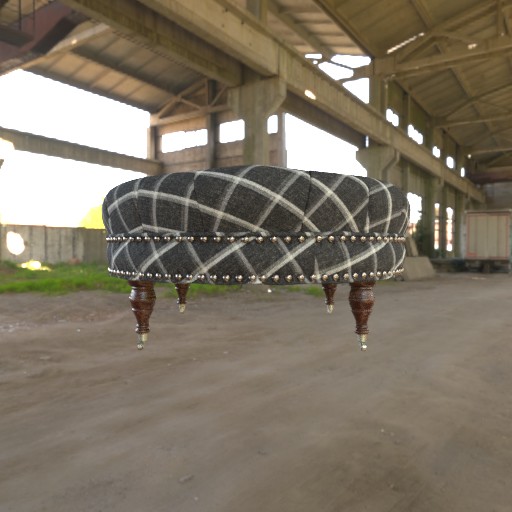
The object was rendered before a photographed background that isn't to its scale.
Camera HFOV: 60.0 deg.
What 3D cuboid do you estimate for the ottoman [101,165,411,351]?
[{"bbox_3d":[0.000,0.000,1.340,0.901,0.439,0.901,0,2,0],"label":"ottoman"}]
